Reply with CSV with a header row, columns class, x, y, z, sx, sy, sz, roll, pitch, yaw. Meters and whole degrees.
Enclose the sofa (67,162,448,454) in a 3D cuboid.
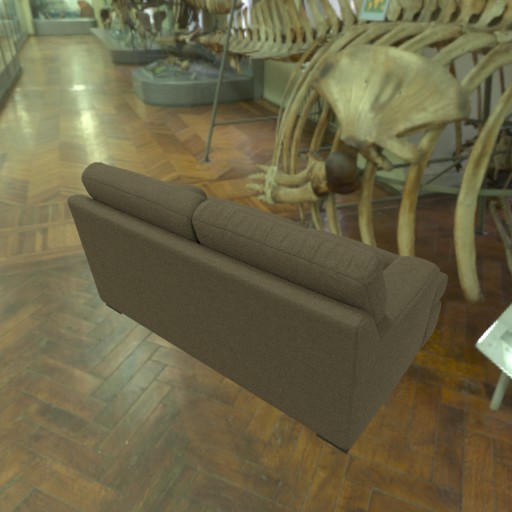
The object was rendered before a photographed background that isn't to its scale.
class,x,y,z,sx,sy,sz,roll,pitch,yaw
sofa,0.000,0.000,2.491,1.869,0.950,1.140,22,36,33
